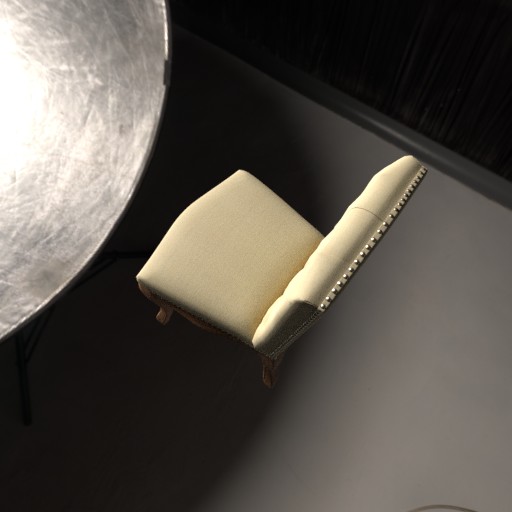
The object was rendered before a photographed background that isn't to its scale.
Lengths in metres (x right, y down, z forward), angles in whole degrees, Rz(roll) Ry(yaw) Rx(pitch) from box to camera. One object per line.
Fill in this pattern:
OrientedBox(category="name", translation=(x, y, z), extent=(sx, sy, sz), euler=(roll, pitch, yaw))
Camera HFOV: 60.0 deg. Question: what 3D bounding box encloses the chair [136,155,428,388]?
OrientedBox(category="chair", translation=(0.000, 0.000, 1.547), extent=(0.715, 1.165, 0.623), euler=(34, 68, 16))
